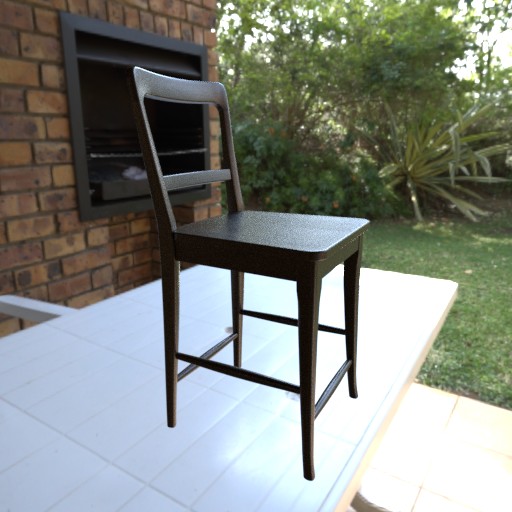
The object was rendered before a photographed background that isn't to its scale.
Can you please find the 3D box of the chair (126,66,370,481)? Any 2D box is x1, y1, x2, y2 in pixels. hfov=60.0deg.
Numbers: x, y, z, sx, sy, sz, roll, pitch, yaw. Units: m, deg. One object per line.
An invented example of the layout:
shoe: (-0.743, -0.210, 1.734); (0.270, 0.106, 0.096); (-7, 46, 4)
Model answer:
chair: (0.000, 0.000, 1.267); (0.546, 0.991, 0.450); (8, 17, 27)
